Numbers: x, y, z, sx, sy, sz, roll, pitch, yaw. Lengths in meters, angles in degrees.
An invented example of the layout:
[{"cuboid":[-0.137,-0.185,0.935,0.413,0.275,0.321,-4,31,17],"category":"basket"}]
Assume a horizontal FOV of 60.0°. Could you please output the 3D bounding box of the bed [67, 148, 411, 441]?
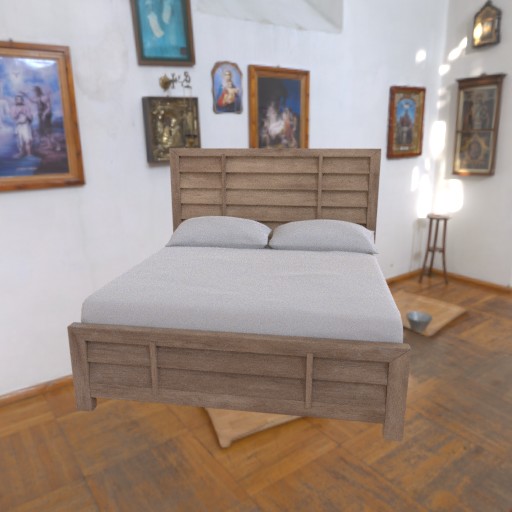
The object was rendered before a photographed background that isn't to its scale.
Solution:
[{"cuboid":[0.000,0.000,3.491,2.032,1.626,2.062,2,14,9],"category":"bed"}]
